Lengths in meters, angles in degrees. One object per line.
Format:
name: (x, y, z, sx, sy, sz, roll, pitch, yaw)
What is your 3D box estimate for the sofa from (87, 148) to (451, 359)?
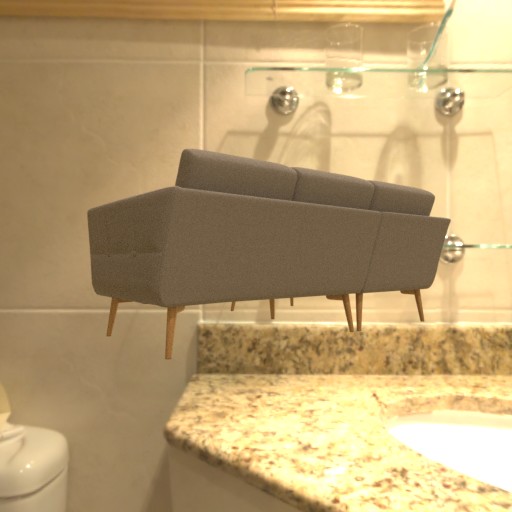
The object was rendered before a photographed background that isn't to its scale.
sofa: (0.000, 0.000, 2.824, 2.040, 0.860, 1.530, 1, -1, -38)
